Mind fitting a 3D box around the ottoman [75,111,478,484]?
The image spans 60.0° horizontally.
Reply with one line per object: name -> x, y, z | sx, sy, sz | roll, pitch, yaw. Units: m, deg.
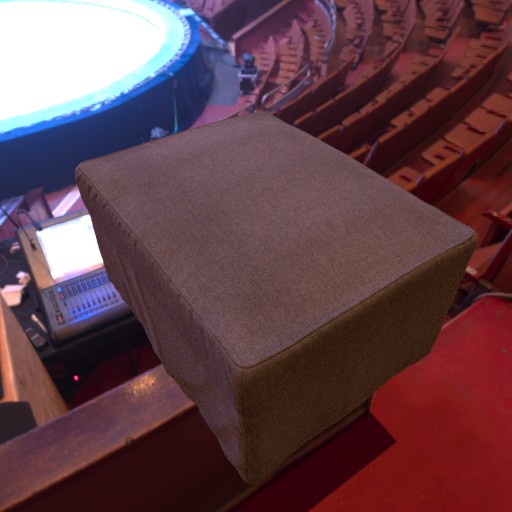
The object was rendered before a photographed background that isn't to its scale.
ottoman -> 0.000, 0.000, 1.210 | 0.652, 0.492, 0.833 | -26, 48, -26
